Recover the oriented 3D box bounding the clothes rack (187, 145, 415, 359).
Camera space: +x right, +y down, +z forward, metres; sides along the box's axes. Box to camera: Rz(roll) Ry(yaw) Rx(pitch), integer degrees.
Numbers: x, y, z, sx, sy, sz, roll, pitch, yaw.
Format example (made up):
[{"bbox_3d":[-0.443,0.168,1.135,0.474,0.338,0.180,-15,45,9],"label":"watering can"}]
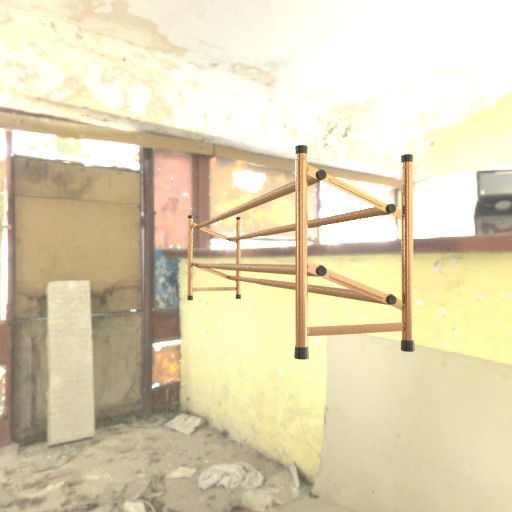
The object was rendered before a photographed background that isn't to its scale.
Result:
[{"bbox_3d":[0.000,0.000,1.304,0.229,0.349,1.168,0,-1,-18],"label":"clothes rack"}]
